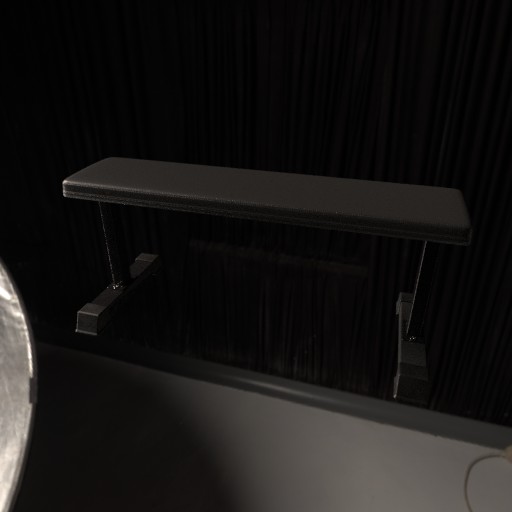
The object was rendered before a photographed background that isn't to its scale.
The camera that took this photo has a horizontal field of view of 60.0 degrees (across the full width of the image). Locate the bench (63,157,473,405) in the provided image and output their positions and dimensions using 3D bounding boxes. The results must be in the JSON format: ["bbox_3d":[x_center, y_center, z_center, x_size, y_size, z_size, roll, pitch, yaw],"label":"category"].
[{"bbox_3d":[0.000,0.000,1.296,1.072,0.453,0.439,8,30,14],"label":"bench"}]
